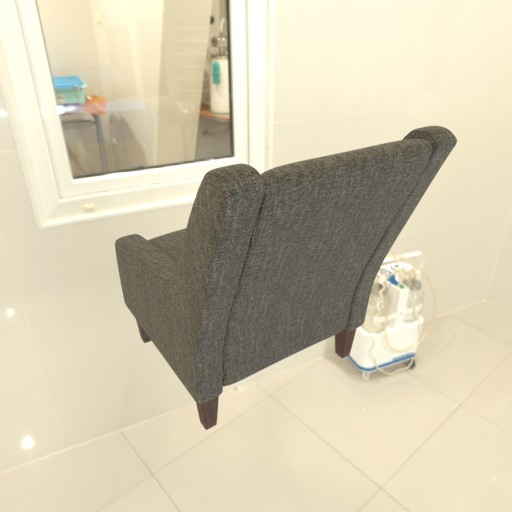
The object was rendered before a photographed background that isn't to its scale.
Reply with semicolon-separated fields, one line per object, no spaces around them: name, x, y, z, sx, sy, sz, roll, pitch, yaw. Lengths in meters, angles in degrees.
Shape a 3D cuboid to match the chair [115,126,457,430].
chair;0.000;0.000;1.653;0.793;1.012;0.944;-18;33;-30
